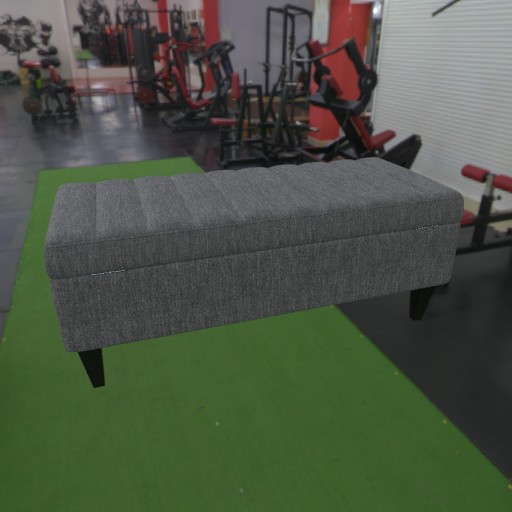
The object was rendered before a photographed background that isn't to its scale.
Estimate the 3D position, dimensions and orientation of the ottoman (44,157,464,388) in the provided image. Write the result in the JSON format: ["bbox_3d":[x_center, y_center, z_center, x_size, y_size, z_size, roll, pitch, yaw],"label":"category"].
[{"bbox_3d":[0.000,0.000,1.416,1.151,0.469,0.482,-8,27,-16],"label":"ottoman"}]
